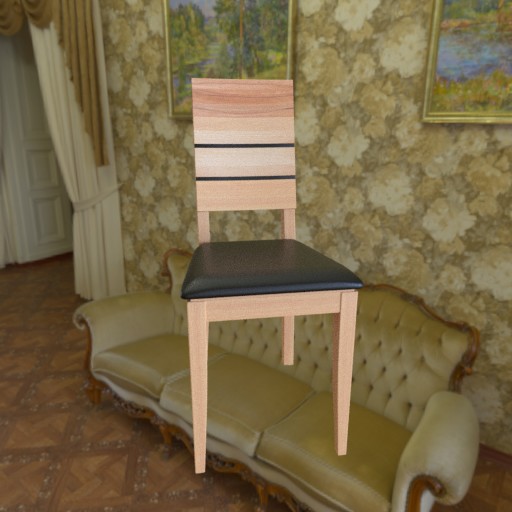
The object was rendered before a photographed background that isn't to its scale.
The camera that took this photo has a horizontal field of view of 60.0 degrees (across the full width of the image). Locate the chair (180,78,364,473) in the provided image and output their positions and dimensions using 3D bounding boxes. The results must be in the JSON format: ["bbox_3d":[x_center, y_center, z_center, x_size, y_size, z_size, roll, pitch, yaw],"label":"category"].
[{"bbox_3d":[0.000,0.000,1.203,0.410,0.940,0.520,-3,16,-9],"label":"chair"}]
